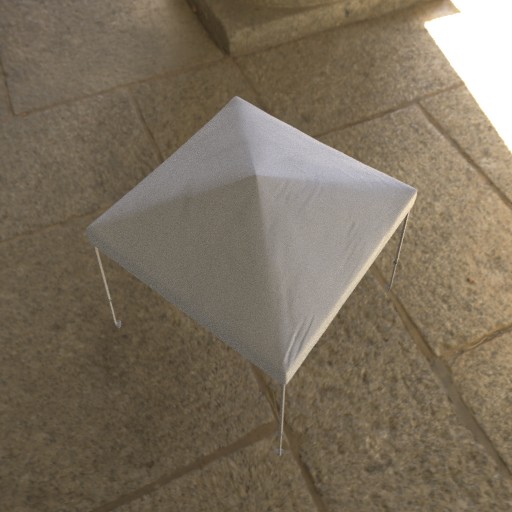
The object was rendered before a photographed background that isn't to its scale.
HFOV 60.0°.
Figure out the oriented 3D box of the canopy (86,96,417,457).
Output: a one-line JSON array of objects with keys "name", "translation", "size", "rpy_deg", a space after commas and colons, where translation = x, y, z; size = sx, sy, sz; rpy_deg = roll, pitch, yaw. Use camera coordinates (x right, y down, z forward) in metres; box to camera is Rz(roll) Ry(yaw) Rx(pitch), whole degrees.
[{"name": "canopy", "translation": [0.000, 0.000, 6.511], "size": [3.599, 3.600, 3.600], "rpy_deg": [33, 65, 18]}]
